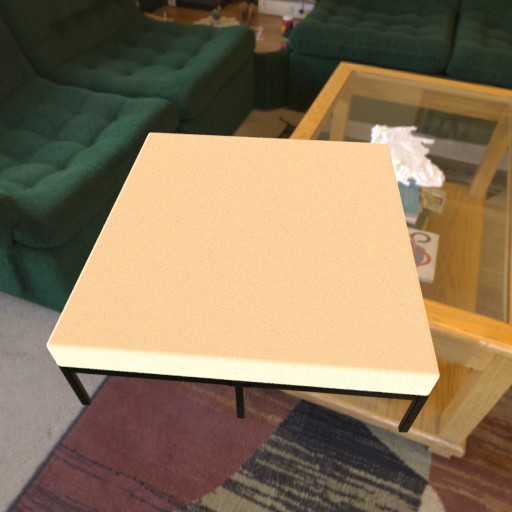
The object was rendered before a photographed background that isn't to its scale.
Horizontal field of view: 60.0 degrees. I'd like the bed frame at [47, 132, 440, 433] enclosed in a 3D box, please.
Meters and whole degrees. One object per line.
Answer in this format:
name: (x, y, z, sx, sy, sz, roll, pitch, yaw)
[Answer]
bed frame: (0.000, 0.000, 3.116, 1.963, 0.659, 2.079, 4, 46, 3)
